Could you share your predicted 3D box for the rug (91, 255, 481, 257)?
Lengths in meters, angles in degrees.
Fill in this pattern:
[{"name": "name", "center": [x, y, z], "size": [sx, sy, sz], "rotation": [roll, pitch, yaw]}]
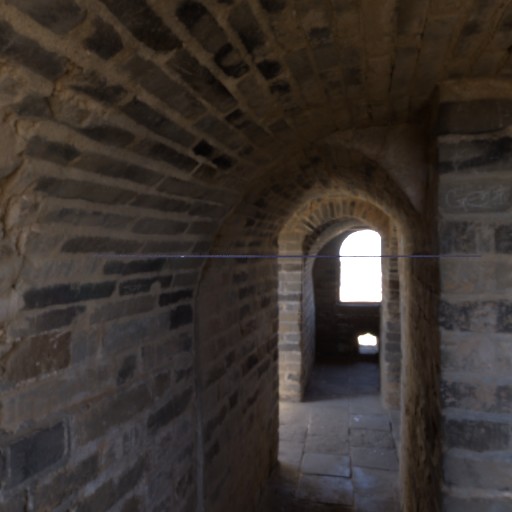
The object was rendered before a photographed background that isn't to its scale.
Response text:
[{"name": "rug", "center": [0.000, 0.000, 3.890], "size": [2.053, 0.011, 2.940], "rotation": [0, 0, -35]}]
